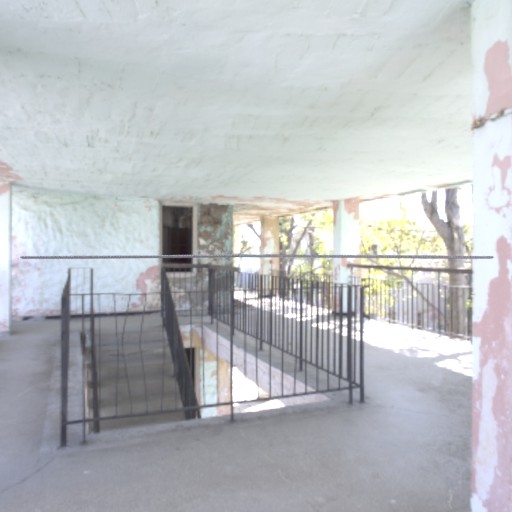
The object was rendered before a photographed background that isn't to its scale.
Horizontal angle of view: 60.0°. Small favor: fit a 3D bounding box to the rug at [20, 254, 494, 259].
[{"bbox_3d":[0.000,0.000,2.245,1.789,0.021,1.159,0,0,-1],"label":"rug"}]
